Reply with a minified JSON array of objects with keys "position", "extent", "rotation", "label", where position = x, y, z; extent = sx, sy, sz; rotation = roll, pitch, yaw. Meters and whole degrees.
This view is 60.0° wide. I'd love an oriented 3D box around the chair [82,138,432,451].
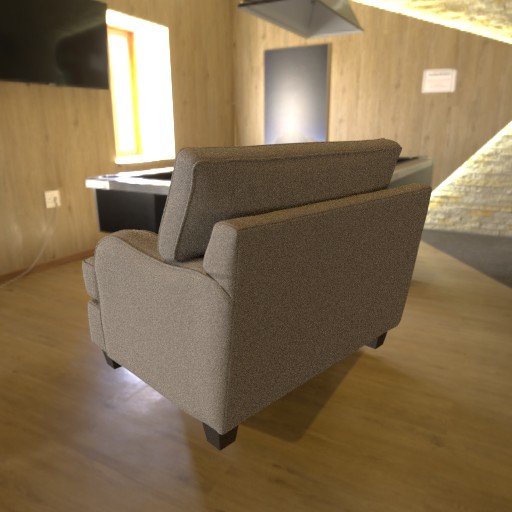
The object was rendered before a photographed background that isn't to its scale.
[{"position":[0.000,0.000,1.998],"extent":[1.220,1.016,1.040],"rotation":[-16,23,-42],"label":"chair"}]
